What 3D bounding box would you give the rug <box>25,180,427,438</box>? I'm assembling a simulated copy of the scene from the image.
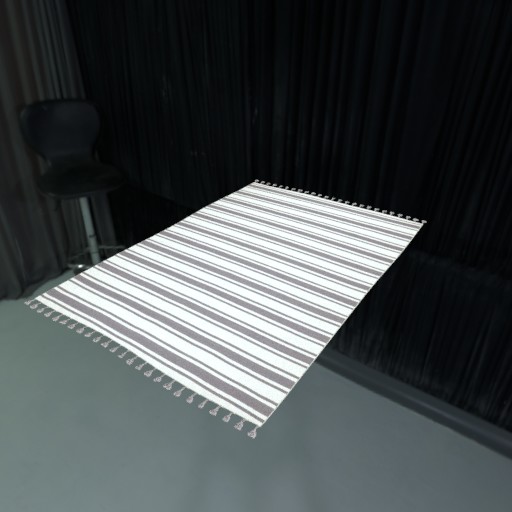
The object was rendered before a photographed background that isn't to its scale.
[{"bbox_3d":[0.000,0.000,3.799,2.030,0.017,3.040,19,36,29],"label":"rug"}]
